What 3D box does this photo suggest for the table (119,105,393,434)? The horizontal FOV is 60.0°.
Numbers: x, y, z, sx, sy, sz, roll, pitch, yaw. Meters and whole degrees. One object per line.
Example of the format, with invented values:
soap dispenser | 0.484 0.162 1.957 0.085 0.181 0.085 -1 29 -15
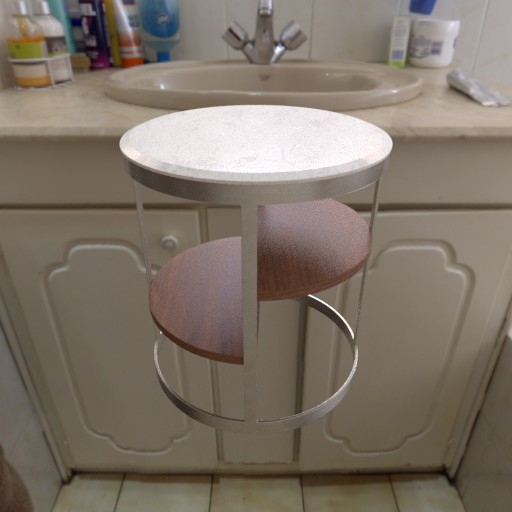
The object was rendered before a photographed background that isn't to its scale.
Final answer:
table | 0.000 0.000 0.793 0.407 0.447 0.407 0 30 0
